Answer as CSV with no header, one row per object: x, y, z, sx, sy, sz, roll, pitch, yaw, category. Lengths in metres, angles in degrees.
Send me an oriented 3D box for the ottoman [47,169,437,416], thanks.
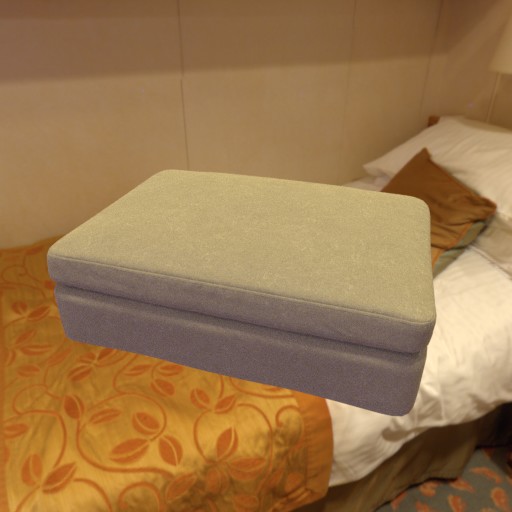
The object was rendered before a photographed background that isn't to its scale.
0.000,0.000,1.633,1.199,0.429,0.840,9,32,15,ottoman
